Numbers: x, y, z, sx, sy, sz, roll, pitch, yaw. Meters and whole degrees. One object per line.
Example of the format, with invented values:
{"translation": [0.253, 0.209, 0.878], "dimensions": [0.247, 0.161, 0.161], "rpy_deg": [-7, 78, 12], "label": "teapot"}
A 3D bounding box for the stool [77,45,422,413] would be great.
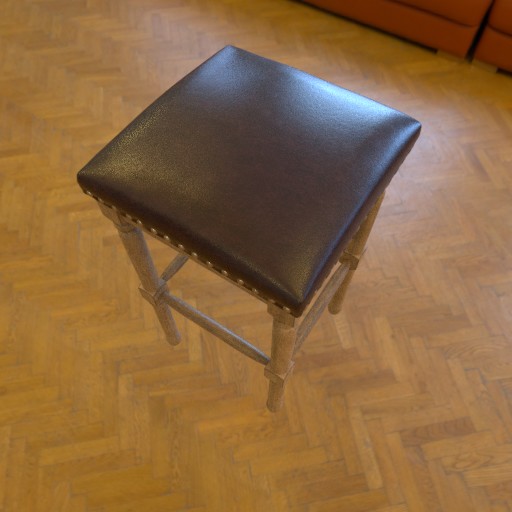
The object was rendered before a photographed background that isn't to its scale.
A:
{"translation": [0.000, 0.000, 0.917], "dimensions": [0.382, 0.702, 0.383], "rpy_deg": [29, 62, 17], "label": "stool"}
